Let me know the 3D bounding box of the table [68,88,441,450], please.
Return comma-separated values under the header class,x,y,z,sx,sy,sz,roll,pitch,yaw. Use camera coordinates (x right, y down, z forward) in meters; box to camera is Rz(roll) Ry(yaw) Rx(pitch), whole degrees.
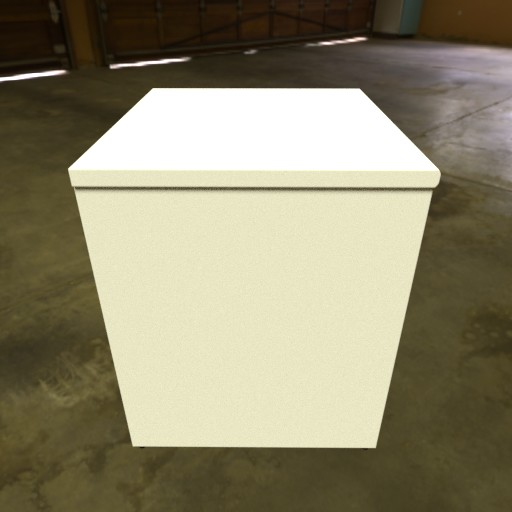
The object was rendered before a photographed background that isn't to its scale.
class,x,y,z,sx,sy,sz,roll,pitch,yaw
table,0.000,0.000,0.749,0.380,0.460,0.420,0,31,0
